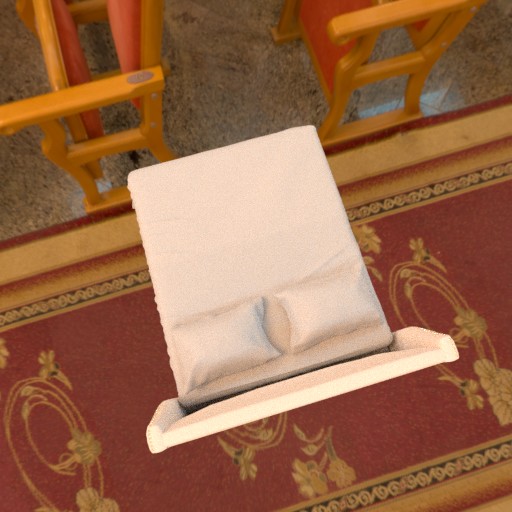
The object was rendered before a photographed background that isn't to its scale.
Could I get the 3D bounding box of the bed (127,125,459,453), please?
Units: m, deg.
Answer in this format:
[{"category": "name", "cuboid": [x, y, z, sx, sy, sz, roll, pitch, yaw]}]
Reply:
[{"category": "bed", "cuboid": [0.000, 0.000, 3.492, 1.925, 1.332, 2.276, -16, 75, -4]}]
